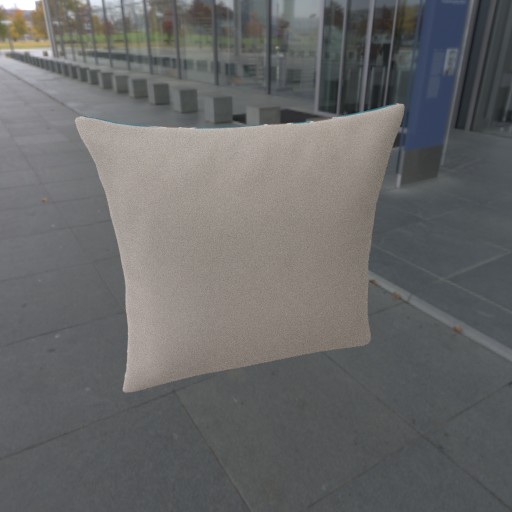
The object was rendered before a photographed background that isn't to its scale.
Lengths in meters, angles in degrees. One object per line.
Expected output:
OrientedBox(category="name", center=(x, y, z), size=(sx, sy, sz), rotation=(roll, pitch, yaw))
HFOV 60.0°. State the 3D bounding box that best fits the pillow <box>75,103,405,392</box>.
OrientedBox(category="pillow", center=(0.000, 0.000, 0.796), size=(0.526, 0.507, 0.166), rotation=(-8, 27, -15))
